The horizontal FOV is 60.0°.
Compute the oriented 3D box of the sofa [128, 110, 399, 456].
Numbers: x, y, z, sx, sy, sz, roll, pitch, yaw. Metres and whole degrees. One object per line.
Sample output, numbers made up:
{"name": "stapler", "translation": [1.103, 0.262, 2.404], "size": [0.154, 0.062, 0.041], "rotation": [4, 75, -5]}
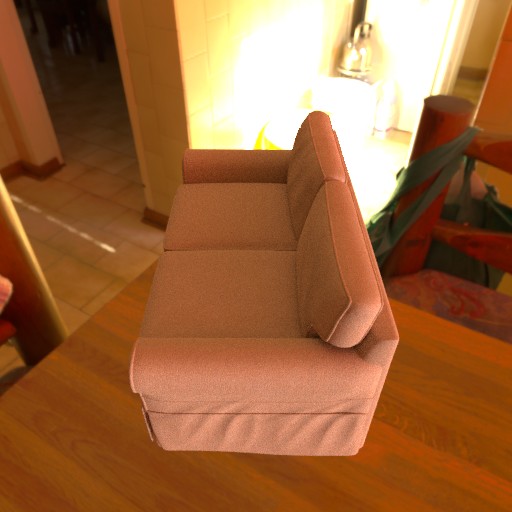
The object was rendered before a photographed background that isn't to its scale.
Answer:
{"name": "sofa", "translation": [0.000, 0.000, 2.325], "size": [0.991, 0.940, 1.727], "rotation": [0, 41, 0]}
